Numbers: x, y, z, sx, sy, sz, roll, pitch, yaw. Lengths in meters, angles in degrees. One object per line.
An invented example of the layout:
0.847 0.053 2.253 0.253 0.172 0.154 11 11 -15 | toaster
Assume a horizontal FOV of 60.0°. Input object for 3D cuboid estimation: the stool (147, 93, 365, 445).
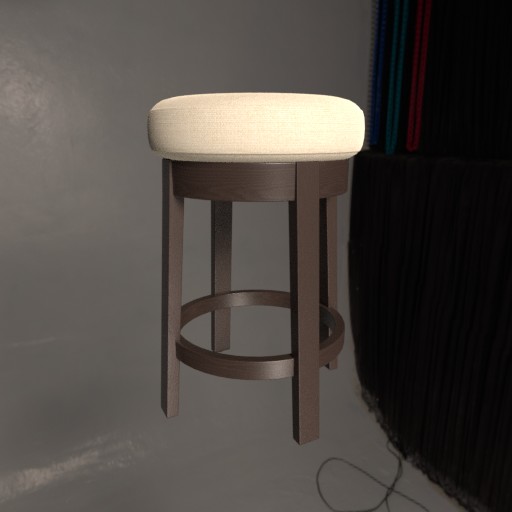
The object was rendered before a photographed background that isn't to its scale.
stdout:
0.000 0.000 0.971 0.449 0.655 0.449 0 15 0 | stool
